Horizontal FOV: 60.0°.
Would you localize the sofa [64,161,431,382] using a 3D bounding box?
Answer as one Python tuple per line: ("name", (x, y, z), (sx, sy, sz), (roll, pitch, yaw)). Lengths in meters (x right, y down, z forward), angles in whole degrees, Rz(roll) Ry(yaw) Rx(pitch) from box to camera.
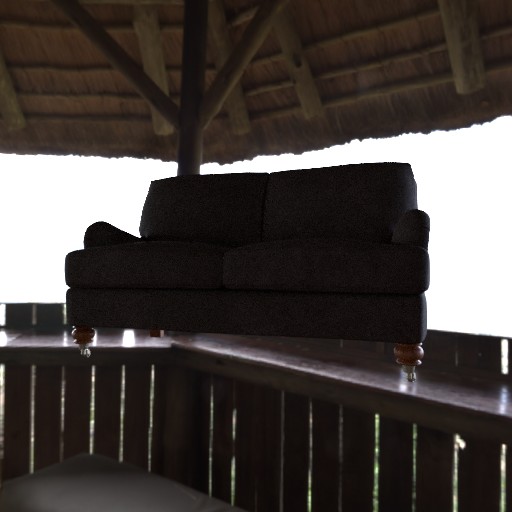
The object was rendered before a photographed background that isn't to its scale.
("sofa", (0.000, 0.000, 2.538), (1.853, 1.101, 1.084), (0, -1, 18))
